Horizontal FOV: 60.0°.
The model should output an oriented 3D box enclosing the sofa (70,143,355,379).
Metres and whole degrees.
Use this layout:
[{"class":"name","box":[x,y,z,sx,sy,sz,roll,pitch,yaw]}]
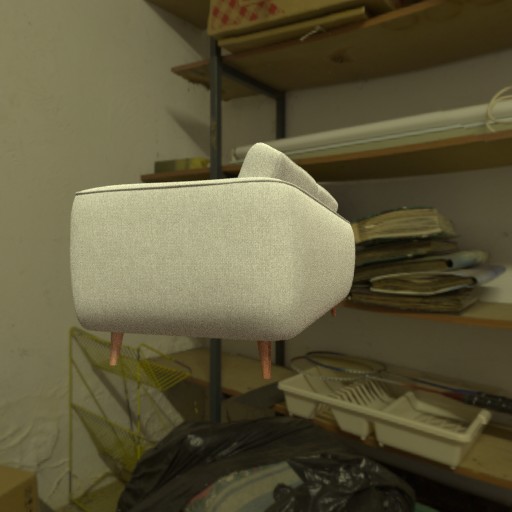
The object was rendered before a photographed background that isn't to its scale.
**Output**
[{"class":"sofa","box":[0.000,0.000,2.431,0.920,0.850,2.000,0,0,18]}]
